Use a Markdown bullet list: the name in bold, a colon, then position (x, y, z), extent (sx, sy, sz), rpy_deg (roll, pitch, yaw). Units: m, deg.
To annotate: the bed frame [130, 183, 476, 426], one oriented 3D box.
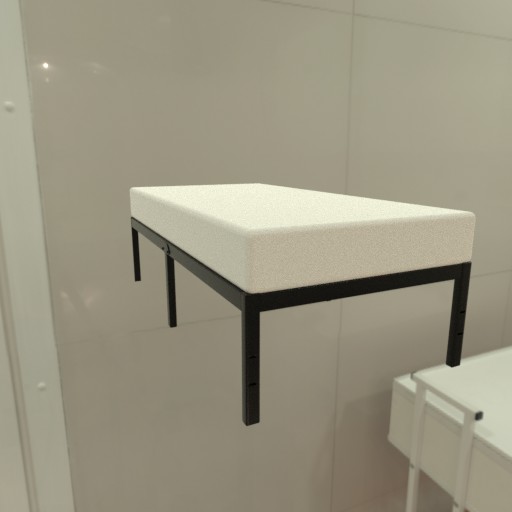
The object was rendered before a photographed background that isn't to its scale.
- **bed frame**: position (0.000, 0.000, 2.461), extent (1.023, 0.659, 1.950), rpy_deg (-6, 14, -25)
